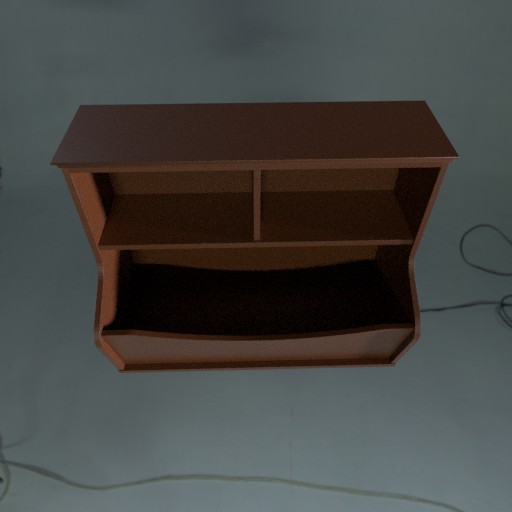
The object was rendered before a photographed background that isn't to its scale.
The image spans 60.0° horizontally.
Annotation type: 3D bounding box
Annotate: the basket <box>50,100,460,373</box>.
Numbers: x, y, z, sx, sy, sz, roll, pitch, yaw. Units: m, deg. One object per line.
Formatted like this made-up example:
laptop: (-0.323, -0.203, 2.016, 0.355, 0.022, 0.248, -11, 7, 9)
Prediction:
basket: (0.000, 0.000, 1.112, 0.792, 0.625, 0.376, -1, 46, -1)
